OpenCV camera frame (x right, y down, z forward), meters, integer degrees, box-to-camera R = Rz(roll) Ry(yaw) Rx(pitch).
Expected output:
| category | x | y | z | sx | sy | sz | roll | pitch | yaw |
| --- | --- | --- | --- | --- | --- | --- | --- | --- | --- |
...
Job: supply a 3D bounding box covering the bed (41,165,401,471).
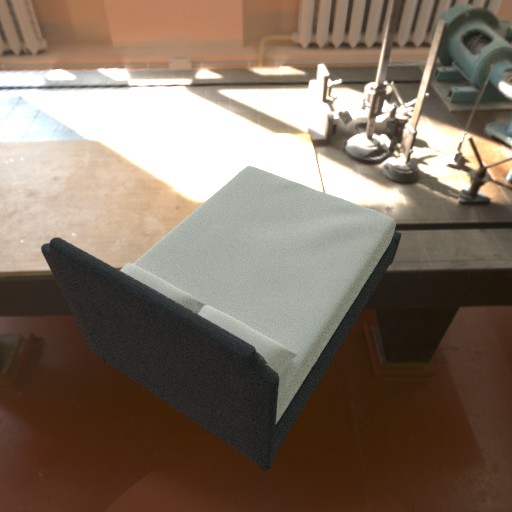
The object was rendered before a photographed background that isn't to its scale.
| category | x | y | z | sx | sy | sz | roll | pitch | yaw |
| --- | --- | --- | --- | --- | --- | --- | --- | --- | --- |
| bed | 0.000 | 0.000 | 3.524 | 1.713 | 1.443 | 2.372 | 25 | 51 | 22 |
